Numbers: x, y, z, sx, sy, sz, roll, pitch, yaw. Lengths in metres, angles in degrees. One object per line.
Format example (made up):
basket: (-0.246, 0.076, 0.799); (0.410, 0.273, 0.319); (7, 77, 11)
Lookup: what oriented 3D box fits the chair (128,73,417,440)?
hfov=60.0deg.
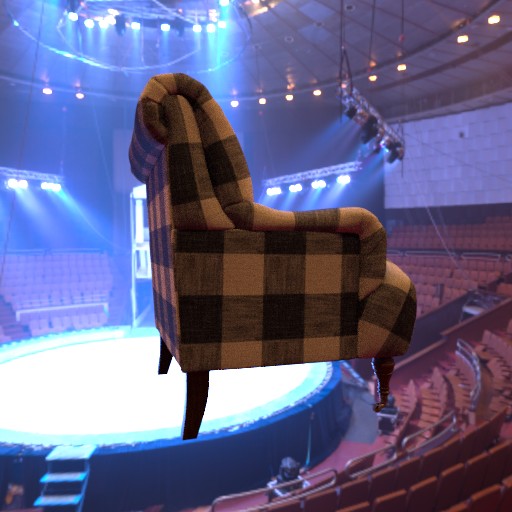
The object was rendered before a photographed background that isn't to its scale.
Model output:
chair: (0.000, 0.000, 1.568); (0.848, 0.953, 0.781); (0, 1, -18)
